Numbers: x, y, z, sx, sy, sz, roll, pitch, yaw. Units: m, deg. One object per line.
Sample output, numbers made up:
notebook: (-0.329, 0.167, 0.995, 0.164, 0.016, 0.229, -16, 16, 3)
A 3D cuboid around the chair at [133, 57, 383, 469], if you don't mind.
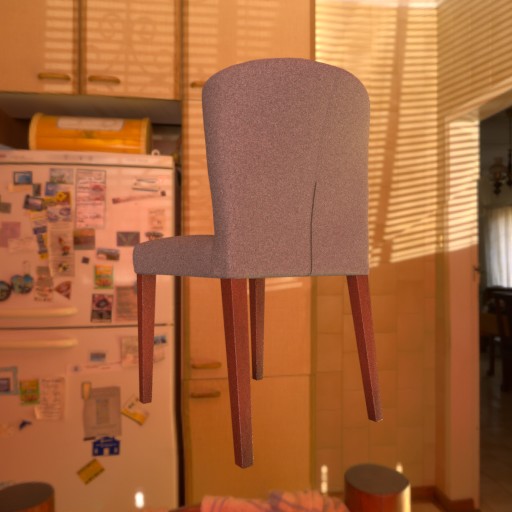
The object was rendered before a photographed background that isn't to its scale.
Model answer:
chair: (0.000, 0.000, 1.198, 0.491, 0.839, 0.592, 0, -1, -37)
